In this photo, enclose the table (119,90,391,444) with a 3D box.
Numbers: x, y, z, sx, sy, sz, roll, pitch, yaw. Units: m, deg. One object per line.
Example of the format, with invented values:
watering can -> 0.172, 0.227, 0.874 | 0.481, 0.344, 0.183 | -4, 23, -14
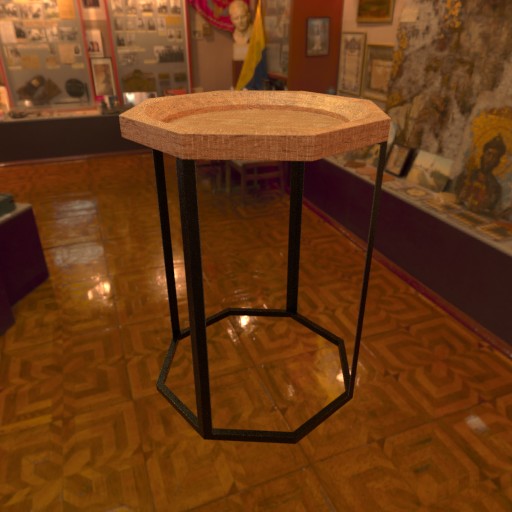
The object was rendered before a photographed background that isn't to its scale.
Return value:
table -> 0.000, 0.000, 0.858 | 0.437, 0.553, 0.437 | -9, 29, -17
